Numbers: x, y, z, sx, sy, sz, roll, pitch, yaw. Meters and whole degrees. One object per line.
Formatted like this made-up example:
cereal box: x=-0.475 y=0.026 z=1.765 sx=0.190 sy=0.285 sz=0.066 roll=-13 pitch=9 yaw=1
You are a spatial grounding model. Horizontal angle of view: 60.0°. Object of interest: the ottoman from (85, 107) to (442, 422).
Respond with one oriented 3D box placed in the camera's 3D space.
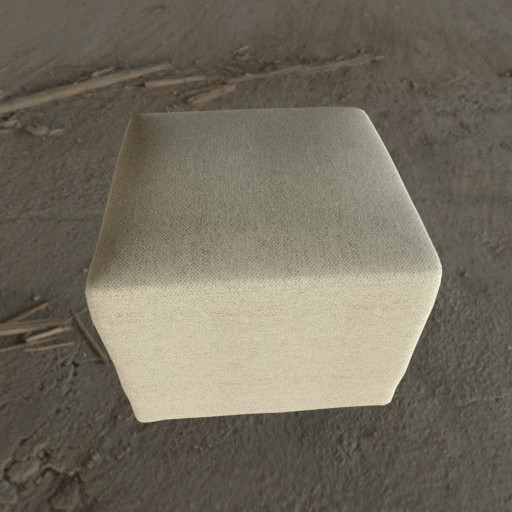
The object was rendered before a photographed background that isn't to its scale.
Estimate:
ottoman: x=0.000 y=0.000 z=0.920 sx=0.521 sy=0.453 sz=0.512 roll=-3 pitch=45 yaw=-3
